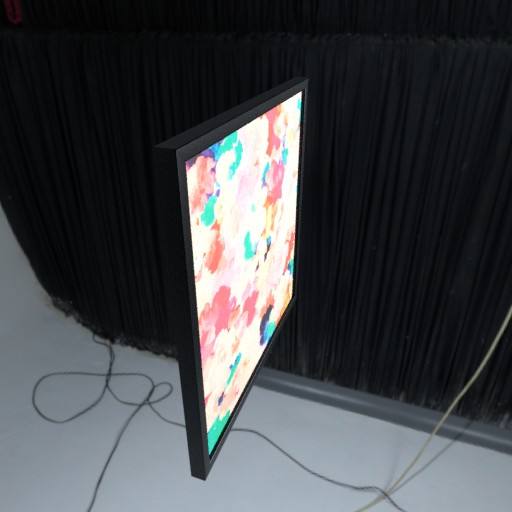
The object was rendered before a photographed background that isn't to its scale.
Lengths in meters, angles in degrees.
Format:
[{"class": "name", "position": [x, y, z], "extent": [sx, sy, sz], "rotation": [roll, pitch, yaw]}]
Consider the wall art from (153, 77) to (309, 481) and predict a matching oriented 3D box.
[{"class": "wall art", "position": [0.000, 0.000, 1.125], "extent": [0.036, 0.755, 0.756], "rotation": [10, 31, 17]}]
